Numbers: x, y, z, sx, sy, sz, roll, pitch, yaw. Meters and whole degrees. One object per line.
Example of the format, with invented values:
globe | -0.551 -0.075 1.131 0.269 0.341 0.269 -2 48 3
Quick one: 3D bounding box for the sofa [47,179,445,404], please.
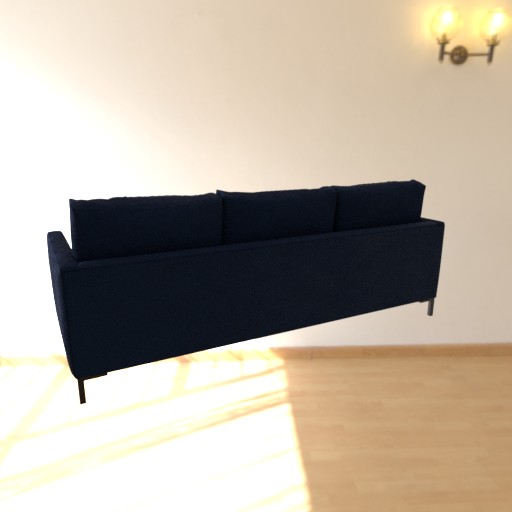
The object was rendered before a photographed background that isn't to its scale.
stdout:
sofa | 0.000 0.000 2.676 2.252 0.879 0.875 -8 17 -27
